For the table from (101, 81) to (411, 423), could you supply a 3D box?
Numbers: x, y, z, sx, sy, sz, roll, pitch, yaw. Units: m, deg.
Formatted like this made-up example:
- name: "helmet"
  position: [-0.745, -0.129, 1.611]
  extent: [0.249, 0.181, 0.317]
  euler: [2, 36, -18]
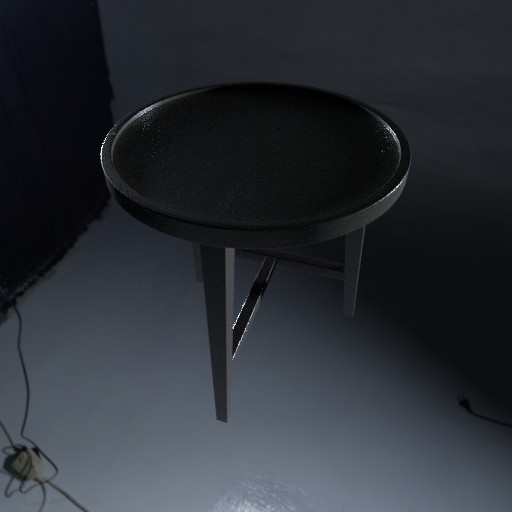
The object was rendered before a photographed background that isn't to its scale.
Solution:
- name: "table"
  position: [0.000, 0.000, 0.914]
  extent: [0.500, 0.531, 0.500]
  euler: [0, 42, 0]
